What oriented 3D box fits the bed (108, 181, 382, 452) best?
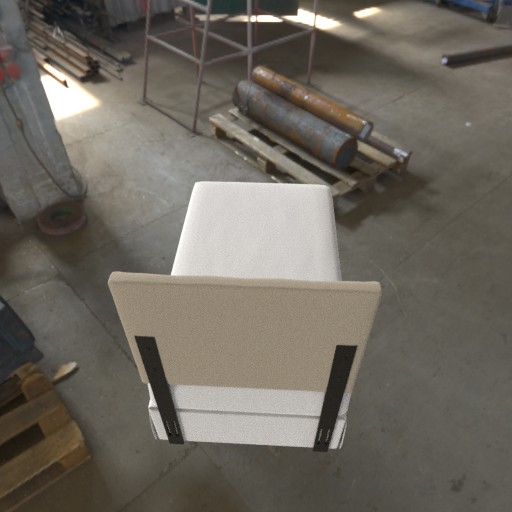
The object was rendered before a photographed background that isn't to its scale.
[{"bbox_3d":[0.000,0.000,3.047,1.261,1.571,1.997,2,45,2],"label":"bed"}]
